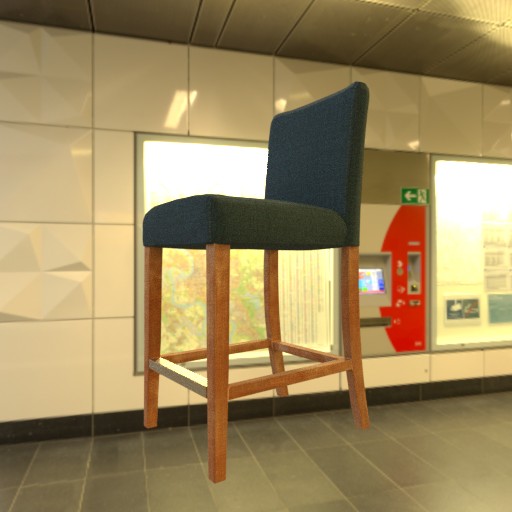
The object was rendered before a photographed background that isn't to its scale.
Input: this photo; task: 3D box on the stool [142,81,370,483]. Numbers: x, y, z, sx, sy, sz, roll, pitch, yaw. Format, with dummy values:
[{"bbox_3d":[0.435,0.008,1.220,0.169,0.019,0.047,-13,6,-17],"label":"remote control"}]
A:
[{"bbox_3d":[0.000,0.000,1.337,0.567,1.039,0.454,0,0,-36],"label":"stool"}]
